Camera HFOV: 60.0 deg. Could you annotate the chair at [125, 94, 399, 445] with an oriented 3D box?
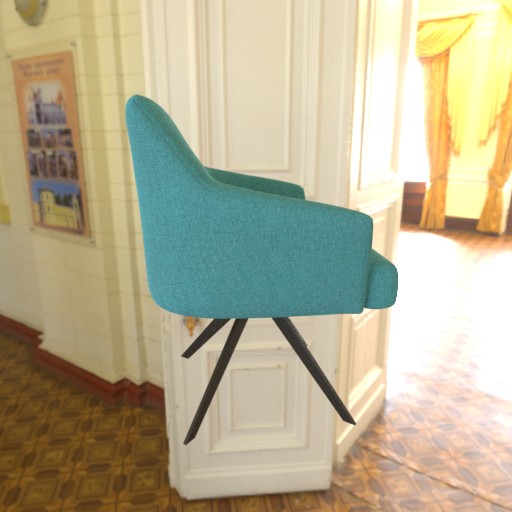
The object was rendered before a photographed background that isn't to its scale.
[{"bbox_3d":[0.000,0.000,1.322,0.677,0.874,0.642,-3,16,-10],"label":"chair"}]
